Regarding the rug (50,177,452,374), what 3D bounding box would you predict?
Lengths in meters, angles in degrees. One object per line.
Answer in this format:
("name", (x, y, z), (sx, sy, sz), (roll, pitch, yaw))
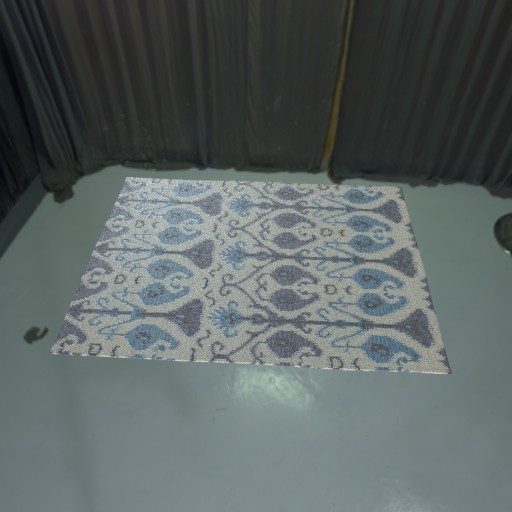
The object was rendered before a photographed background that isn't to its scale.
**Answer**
("rug", (0.000, 0.000, 3.049), (2.261, 0.013, 1.676), (3, 46, 2))
